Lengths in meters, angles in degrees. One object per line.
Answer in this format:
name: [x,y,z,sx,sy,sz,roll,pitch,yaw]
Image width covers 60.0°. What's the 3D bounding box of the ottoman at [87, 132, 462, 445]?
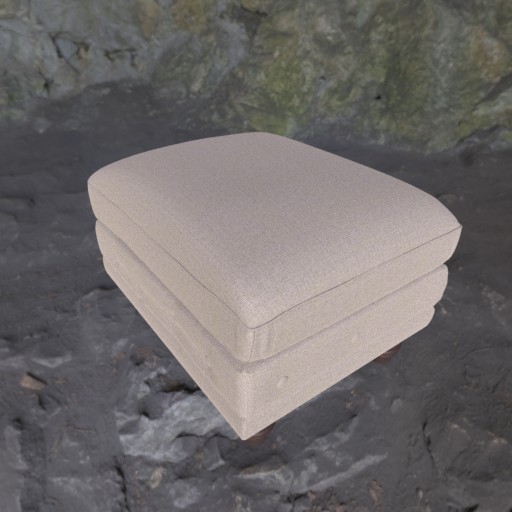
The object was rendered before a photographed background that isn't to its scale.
ottoman: [0.000,0.000,1.037,0.541,0.463,0.684,-20,37,-30]
